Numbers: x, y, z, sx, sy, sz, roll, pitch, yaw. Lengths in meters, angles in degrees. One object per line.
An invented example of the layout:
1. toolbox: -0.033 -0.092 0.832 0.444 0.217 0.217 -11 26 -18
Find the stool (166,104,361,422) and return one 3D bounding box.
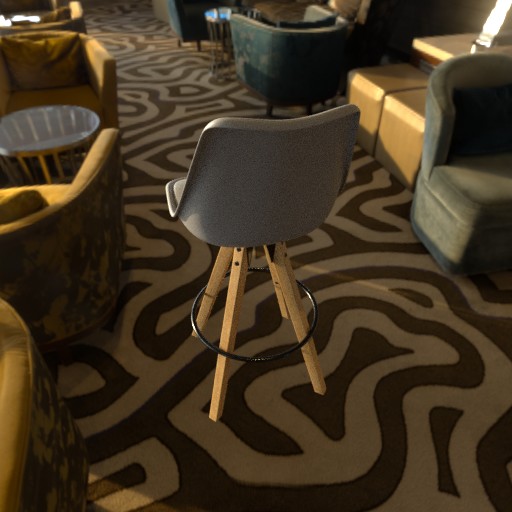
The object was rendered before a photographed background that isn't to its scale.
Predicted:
1. stool: 0.000 0.000 1.388 0.485 1.115 0.550 -10 41 -12
